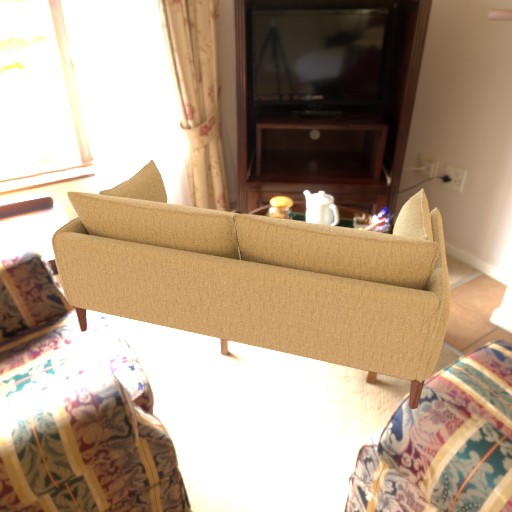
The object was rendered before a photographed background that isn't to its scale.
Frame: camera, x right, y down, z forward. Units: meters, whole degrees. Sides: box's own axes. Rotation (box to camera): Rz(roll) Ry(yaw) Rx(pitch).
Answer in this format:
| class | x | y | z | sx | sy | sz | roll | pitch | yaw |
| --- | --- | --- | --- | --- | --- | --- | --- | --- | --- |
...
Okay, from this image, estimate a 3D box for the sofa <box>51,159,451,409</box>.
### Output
| class | x | y | z | sx | sy | sz | roll | pitch | yaw |
| --- | --- | --- | --- | --- | --- | --- | --- | --- | --- |
| sofa | 0.000 | 0.000 | 2.517 | 1.989 | 0.860 | 0.991 | 9 | 32 | 15 |
